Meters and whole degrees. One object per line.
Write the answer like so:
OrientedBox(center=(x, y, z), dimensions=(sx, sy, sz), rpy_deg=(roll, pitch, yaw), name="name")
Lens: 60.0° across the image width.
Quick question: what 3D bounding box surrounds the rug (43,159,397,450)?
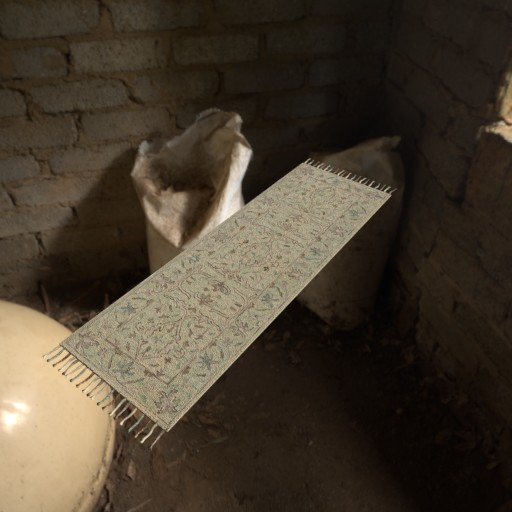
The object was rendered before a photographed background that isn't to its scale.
OrientedBox(center=(0.000, 0.000, 2.709), dimensions=(0.769, 0.013, 2.440), rpy_deg=(27, 48, 27), name="rug")
